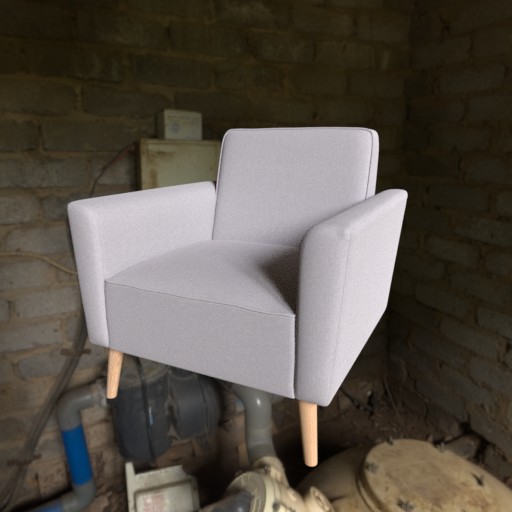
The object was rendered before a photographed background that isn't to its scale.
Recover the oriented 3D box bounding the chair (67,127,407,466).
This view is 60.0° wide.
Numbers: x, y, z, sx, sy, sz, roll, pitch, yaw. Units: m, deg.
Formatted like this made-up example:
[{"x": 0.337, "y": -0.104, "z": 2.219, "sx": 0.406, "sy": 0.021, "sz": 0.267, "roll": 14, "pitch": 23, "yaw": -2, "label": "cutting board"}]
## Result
[{"x": 0.000, "y": 0.000, "z": 1.375, "sx": 0.780, "sy": 0.780, "sz": 0.750, "roll": 7, "pitch": 16, "yaw": 26, "label": "chair"}]
